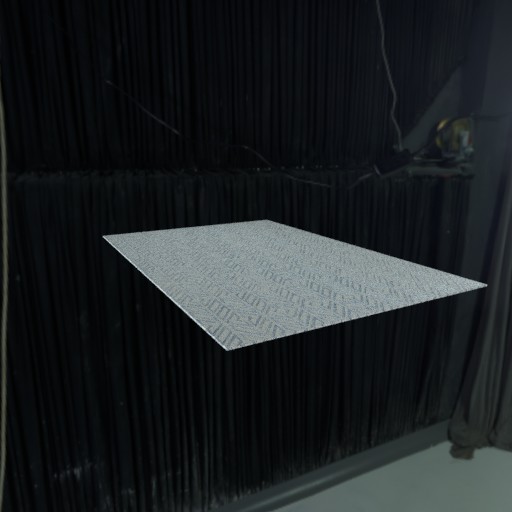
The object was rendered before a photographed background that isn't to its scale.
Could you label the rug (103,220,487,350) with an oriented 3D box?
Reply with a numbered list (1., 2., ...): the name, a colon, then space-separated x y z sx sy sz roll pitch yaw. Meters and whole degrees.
1. rug: 0.000 0.000 2.356 1.220 0.008 1.824 -8 17 -28
